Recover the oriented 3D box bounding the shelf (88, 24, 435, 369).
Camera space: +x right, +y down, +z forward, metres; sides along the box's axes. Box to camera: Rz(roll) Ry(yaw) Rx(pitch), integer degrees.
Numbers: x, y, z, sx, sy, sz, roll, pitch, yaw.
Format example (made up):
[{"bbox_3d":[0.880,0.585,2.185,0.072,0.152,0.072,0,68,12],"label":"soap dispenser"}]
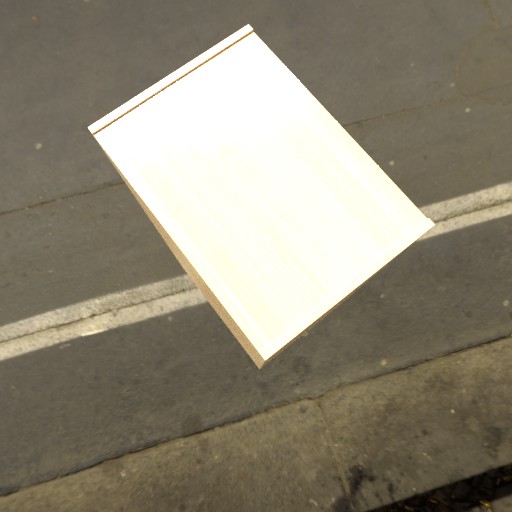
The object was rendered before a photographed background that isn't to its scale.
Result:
[{"bbox_3d":[0.000,0.000,1.043,0.292,0.876,0.417,-37,78,-9],"label":"shelf"}]
